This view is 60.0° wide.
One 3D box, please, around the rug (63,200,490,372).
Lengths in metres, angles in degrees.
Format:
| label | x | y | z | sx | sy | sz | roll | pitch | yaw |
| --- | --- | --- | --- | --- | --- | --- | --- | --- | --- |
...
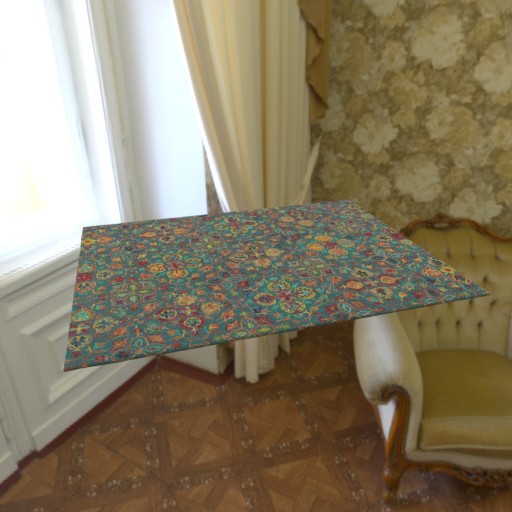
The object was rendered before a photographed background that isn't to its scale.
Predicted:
| label | x | y | z | sx | sy | sz | roll | pitch | yaw |
| --- | --- | --- | --- | --- | --- | --- | --- | --- | --- |
| rug | 0.000 | 0.000 | 4.182 | 3.204 | 0.025 | 2.434 | -7 | 27 | -15 |
